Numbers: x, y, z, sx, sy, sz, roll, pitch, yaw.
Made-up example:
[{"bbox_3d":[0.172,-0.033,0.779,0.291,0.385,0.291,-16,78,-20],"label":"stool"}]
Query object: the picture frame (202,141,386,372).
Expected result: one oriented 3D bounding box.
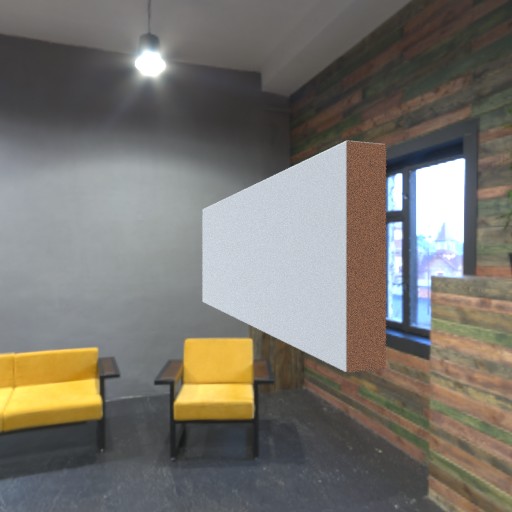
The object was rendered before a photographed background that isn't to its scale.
[{"bbox_3d":[0.000,0.000,0.844,0.050,0.250,0.759,0,0,-19],"label":"picture frame"}]
